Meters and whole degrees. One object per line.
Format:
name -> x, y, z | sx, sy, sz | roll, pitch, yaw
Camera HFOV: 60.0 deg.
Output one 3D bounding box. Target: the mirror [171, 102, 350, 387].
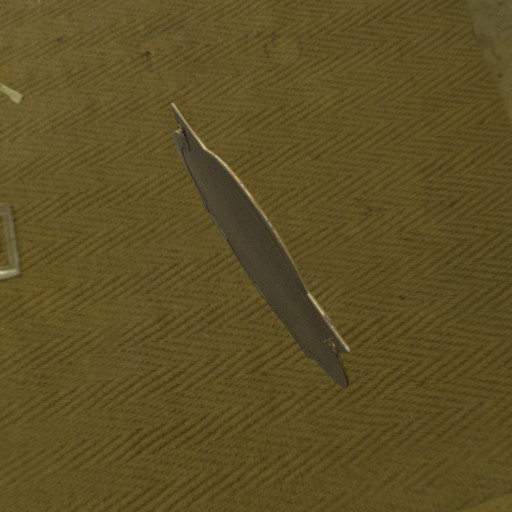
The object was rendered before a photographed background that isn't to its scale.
mirror -> 0.000, 0.000, 1.036 | 0.019, 0.686, 0.686 | -33, 78, -8
